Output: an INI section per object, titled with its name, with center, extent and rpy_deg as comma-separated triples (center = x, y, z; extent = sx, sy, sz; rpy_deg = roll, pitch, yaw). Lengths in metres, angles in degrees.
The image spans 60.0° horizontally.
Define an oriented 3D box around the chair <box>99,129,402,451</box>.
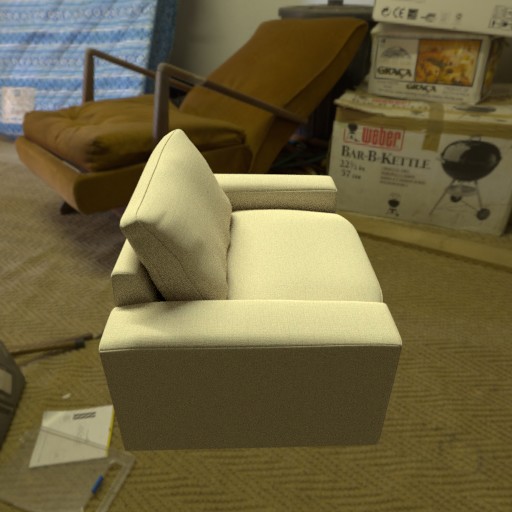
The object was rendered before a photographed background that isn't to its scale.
[chair]
center = 0.000, 0.000, 2.046
extent = 1.039, 0.915, 1.398
rpy_deg = -1, 33, -1
